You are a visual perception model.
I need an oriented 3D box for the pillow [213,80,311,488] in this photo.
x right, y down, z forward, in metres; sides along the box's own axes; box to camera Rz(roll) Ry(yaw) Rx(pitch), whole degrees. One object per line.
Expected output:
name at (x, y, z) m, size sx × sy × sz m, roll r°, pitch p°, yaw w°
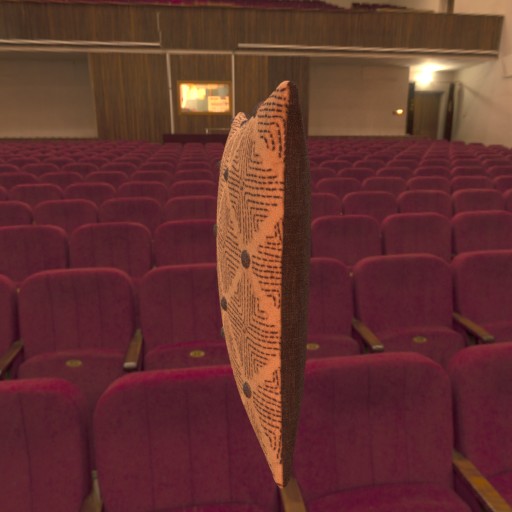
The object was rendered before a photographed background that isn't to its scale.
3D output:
pillow at (0.000, 0.000, 0.767) m, size 0.145 × 0.510 × 0.510 m, roll -2°, pitch 14°, yaw -7°
